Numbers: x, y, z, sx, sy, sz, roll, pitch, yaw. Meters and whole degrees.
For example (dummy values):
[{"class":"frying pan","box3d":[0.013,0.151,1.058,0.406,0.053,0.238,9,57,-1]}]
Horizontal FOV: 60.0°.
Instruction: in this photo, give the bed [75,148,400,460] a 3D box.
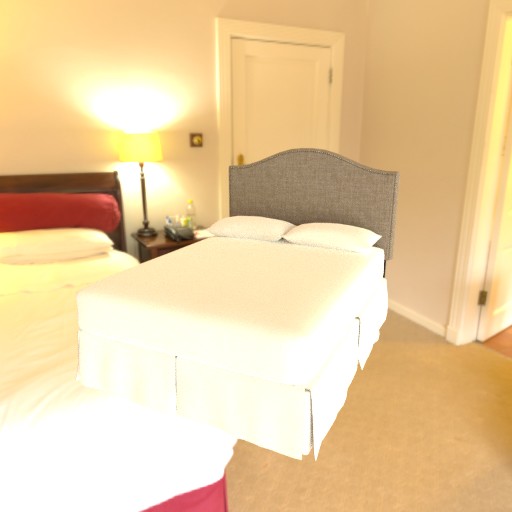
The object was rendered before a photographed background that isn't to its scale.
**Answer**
[{"class":"bed","box3d":[0.000,0.000,3.334,1.713,1.518,2.153,8,17,25]}]
